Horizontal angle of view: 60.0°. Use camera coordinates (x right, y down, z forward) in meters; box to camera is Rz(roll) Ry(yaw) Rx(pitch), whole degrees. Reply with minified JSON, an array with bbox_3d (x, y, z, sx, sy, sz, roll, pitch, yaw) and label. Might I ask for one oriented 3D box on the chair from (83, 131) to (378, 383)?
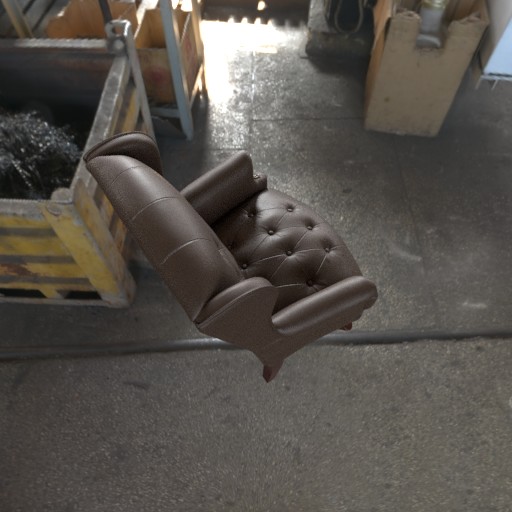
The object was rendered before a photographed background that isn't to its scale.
[{"bbox_3d":[0.000,0.000,1.721,0.819,1.132,0.829,-31,63,-18],"label":"chair"}]
